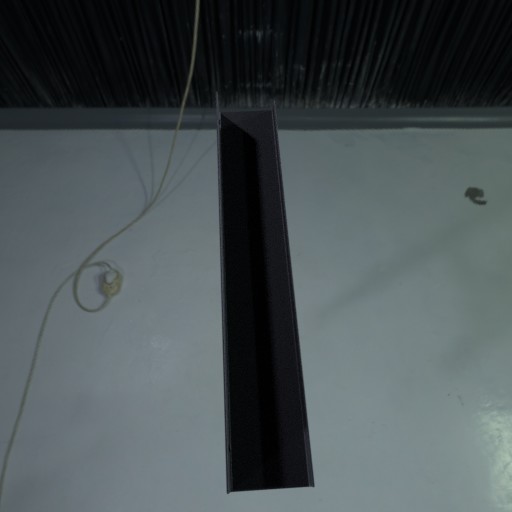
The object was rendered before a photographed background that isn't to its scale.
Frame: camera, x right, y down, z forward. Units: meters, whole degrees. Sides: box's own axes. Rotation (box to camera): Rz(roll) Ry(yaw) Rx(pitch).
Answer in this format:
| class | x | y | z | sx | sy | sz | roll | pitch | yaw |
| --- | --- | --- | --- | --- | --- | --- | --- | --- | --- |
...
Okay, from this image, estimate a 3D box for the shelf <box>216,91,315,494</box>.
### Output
| class | x | y | z | sx | sy | sz | roll | pitch | yaw |
| --- | --- | --- | --- | --- | --- | --- | --- | --- | --- |
| shelf | 0.000 | 0.000 | 0.646 | 0.102 | 0.053 | 0.605 | -3 | 64 | -1 |
